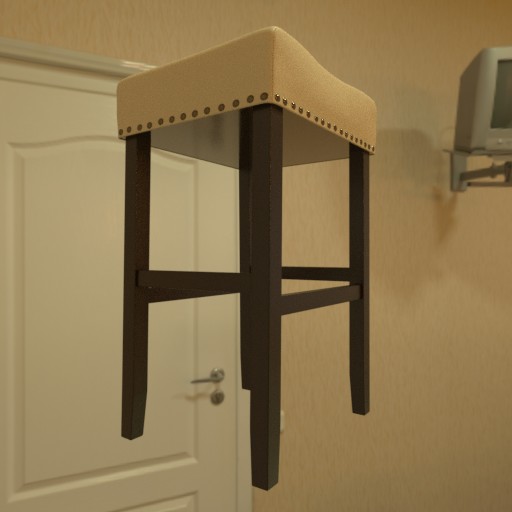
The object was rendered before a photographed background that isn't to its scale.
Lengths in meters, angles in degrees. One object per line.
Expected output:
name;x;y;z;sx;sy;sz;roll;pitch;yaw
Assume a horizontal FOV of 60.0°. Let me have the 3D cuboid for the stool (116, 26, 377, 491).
stool;0.000;0.000;1.006;0.401;0.762;0.471;0;0;35
